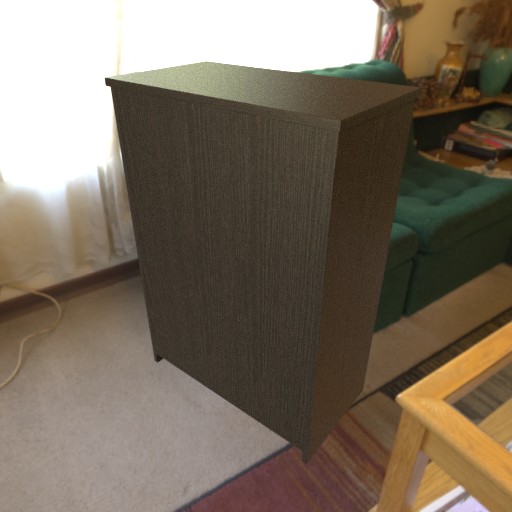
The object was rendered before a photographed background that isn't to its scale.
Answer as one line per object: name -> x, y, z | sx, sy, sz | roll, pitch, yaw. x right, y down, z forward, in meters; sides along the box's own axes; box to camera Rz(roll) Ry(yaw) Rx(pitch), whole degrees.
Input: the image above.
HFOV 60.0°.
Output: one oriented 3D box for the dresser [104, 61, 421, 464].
dresser -> 0.000, 0.000, 1.374 | 0.704, 1.020, 0.399 | 23, 38, 32
